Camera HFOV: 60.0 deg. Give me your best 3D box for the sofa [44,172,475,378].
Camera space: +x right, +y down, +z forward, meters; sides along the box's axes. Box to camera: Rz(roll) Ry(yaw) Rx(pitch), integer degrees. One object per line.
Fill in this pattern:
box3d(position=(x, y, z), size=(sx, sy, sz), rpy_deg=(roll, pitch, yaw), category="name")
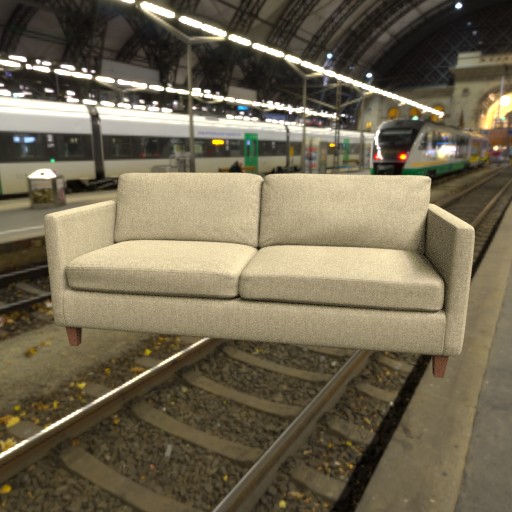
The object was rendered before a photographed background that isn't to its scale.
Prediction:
box3d(position=(0.000, 0.000, 2.676), size=(2.208, 0.960, 0.956), rpy_deg=(2, 14, 10), category="sofa")
